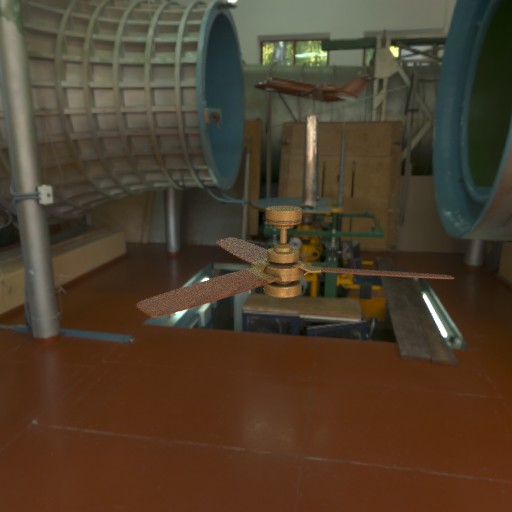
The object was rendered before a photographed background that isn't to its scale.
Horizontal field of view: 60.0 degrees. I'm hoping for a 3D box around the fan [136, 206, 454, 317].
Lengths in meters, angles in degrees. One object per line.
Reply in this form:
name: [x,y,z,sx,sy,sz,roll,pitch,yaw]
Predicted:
fan: [0.000,0.000,2.078,1.416,0.425,1.271,14,20,43]
